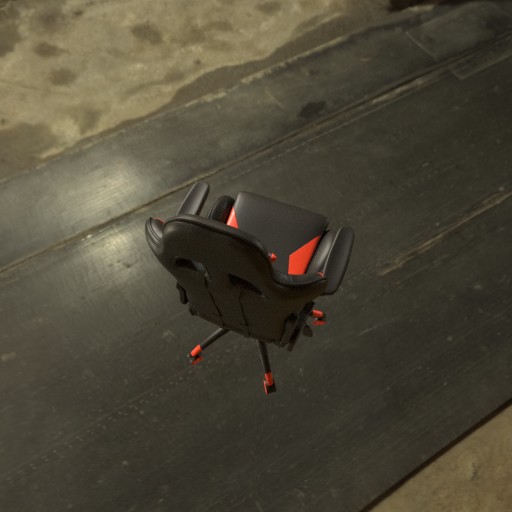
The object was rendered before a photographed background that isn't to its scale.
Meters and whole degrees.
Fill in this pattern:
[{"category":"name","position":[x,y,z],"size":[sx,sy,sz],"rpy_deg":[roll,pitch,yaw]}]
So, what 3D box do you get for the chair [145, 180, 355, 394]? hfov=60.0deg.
[{"category":"chair","position":[0.000,0.000,1.698],"size":[0.695,1.282,0.730],"rpy_deg":[19,64,9]}]
